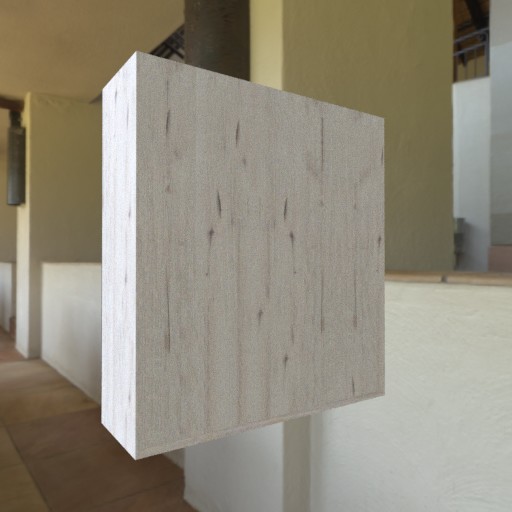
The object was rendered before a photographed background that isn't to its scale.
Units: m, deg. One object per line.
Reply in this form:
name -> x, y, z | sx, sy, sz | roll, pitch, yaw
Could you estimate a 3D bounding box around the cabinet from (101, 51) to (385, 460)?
cabinet -> 0.000, 0.000, 3.197 | 2.000, 2.180, 0.660 | 0, -1, -34
